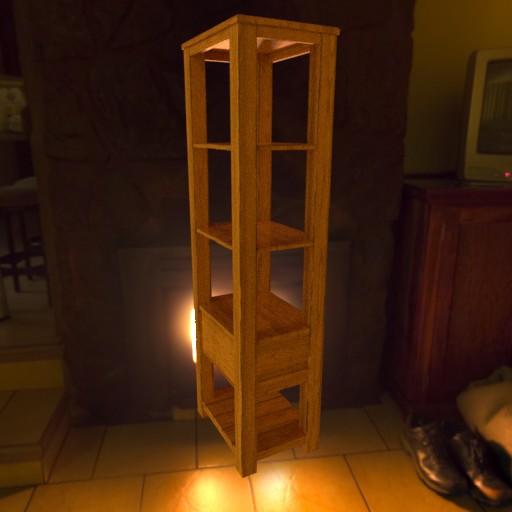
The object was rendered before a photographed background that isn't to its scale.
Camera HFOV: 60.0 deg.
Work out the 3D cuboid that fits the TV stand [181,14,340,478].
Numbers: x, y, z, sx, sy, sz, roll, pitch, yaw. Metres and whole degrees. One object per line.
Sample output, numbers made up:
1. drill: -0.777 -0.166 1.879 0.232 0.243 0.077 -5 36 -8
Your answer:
1. TV stand: 0.000 0.000 2.022 0.435 1.828 0.565 -8 17 -27
